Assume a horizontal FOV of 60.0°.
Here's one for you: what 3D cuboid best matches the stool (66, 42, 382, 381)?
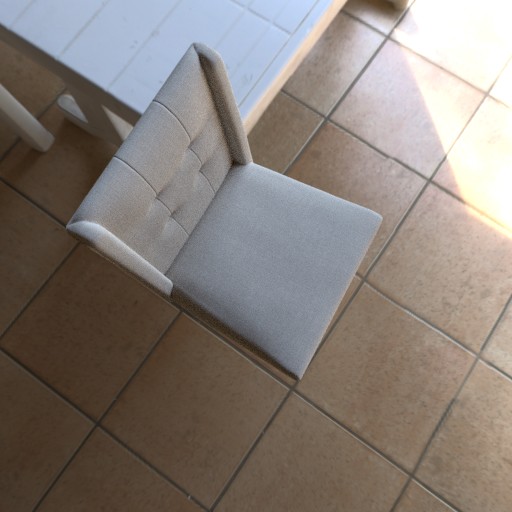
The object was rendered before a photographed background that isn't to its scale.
[{"bbox_3d":[0.000,0.000,1.207,0.509,0.939,0.474,29,78,7],"label":"stool"}]
